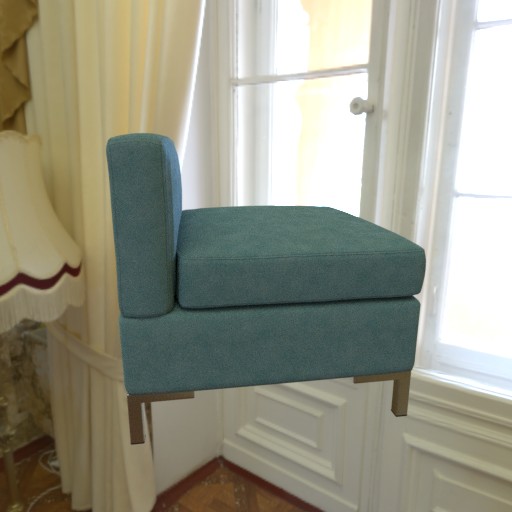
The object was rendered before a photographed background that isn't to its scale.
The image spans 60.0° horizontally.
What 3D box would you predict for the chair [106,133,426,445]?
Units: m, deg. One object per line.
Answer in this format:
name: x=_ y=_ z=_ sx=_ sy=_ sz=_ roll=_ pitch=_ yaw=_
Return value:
chair: x=0.000 y=0.000 z=1.245 sx=0.685 sy=0.660 sz=0.684 roll=-2 pitch=15 yaw=-9
